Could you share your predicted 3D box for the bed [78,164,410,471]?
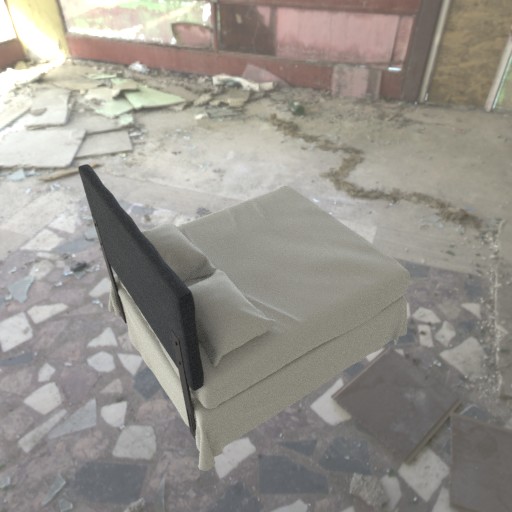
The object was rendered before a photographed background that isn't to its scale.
[{"bbox_3d":[0.000,0.000,3.660,2.222,1.577,1.936,-24,46,-25],"label":"bed"}]
